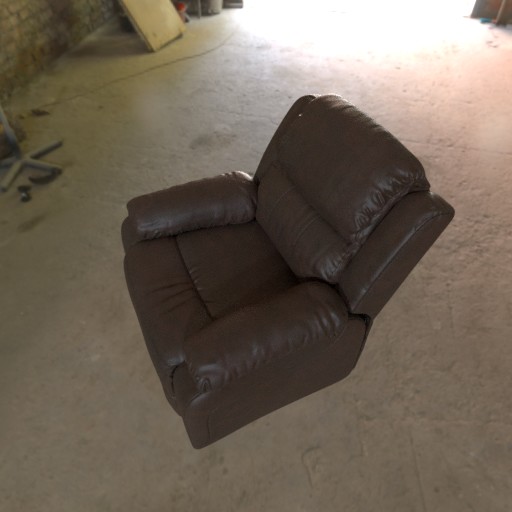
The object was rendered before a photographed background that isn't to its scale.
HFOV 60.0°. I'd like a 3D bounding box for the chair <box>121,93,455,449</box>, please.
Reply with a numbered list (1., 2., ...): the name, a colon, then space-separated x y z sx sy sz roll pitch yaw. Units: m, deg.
1. chair: 0.000 0.000 1.235 0.707 0.702 0.680 -18 49 -17
